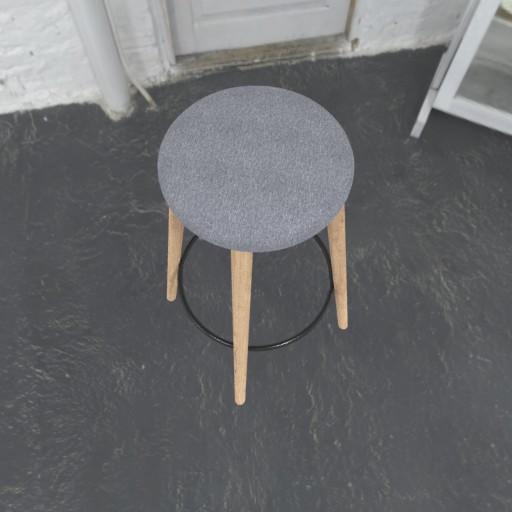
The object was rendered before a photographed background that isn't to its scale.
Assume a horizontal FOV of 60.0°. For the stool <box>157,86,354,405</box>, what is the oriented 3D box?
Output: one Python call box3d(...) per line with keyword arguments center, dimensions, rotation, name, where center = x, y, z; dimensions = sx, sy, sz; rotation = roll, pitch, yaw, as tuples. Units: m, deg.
box3d(center=(0.000, 0.000, 1.037), dimensions=(0.410, 0.770, 0.410), rotation=(-32, 68, -15), name="stool")
